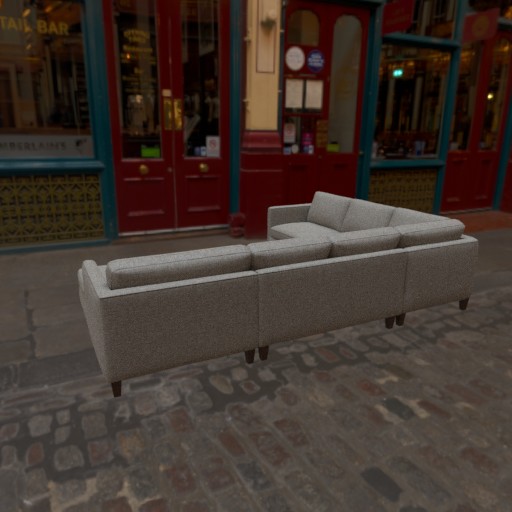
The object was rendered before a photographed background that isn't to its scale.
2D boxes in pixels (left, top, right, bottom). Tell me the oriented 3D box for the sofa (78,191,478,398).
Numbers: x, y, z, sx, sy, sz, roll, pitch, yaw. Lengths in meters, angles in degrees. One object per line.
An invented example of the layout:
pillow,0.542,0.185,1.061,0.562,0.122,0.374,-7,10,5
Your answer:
sofa,0.000,0.000,4.508,3.403,0.889,2.551,-8,17,-26
